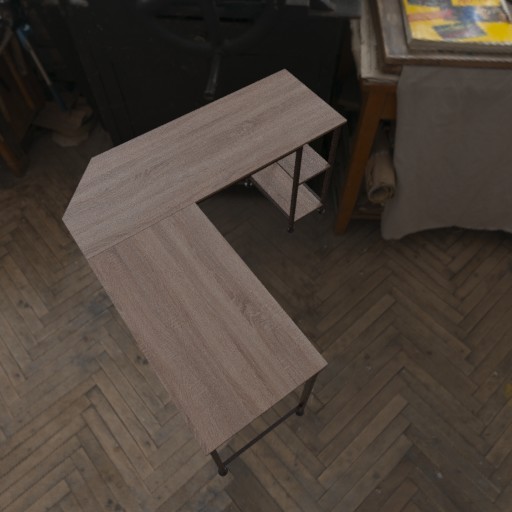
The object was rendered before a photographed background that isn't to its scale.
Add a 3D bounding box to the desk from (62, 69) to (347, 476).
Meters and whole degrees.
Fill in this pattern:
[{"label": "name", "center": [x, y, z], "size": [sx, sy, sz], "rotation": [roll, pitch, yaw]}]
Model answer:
[{"label": "desk", "center": [0.000, 0.000, 2.201], "size": [1.379, 0.739, 1.379], "rotation": [-31, 63, -18]}]
